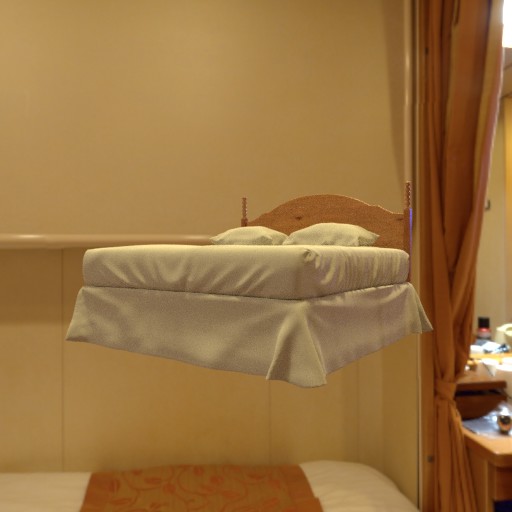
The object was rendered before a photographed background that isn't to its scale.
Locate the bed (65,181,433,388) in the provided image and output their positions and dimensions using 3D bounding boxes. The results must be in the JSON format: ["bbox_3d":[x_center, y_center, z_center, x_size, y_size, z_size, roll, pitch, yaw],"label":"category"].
[{"bbox_3d":[0.000,0.000,3.702,2.322,1.355,2.219,0,0,36],"label":"bed"}]
